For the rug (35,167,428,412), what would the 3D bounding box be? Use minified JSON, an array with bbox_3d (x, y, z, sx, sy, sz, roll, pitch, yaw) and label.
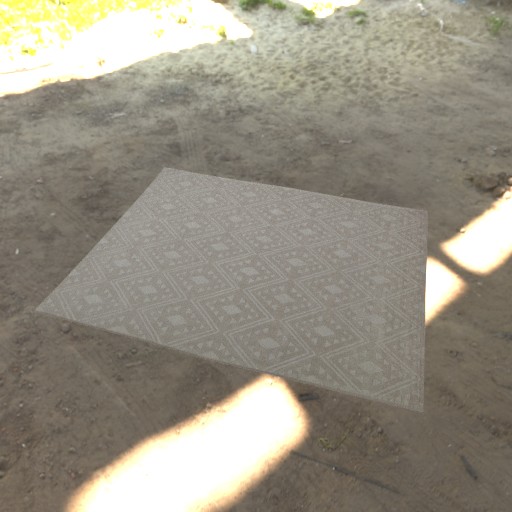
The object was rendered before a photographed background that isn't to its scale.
[{"bbox_3d":[0.000,0.000,4.089,3.011,0.054,2.399,11,42,13],"label":"rug"}]
